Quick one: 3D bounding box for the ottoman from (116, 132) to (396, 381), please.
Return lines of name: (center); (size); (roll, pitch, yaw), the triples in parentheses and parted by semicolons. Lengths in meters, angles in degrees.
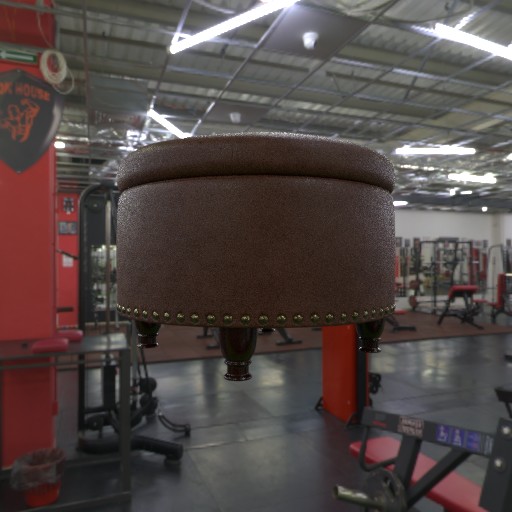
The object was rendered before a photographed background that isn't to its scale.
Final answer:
ottoman: (0.000, 0.000, 1.060); (0.637, 0.442, 0.637); (0, -1, 0)
